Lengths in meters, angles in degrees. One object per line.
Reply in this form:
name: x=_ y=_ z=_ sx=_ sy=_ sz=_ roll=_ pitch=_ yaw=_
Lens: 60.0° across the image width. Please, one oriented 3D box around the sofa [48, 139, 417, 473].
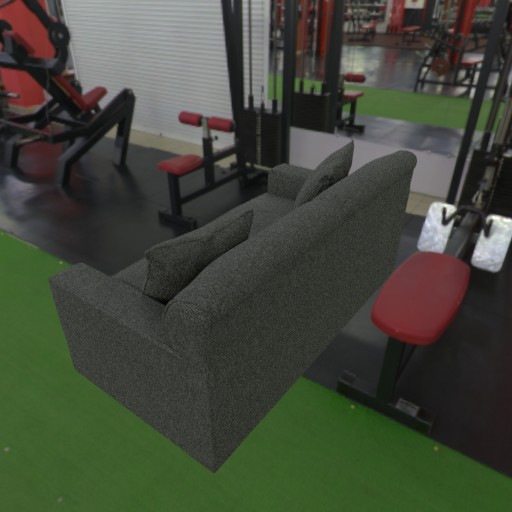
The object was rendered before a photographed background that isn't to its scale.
sofa: x=0.000 y=0.000 z=2.406 sx=0.998 sy=0.958 sz=1.846 roll=21 pitch=37 yaw=31
